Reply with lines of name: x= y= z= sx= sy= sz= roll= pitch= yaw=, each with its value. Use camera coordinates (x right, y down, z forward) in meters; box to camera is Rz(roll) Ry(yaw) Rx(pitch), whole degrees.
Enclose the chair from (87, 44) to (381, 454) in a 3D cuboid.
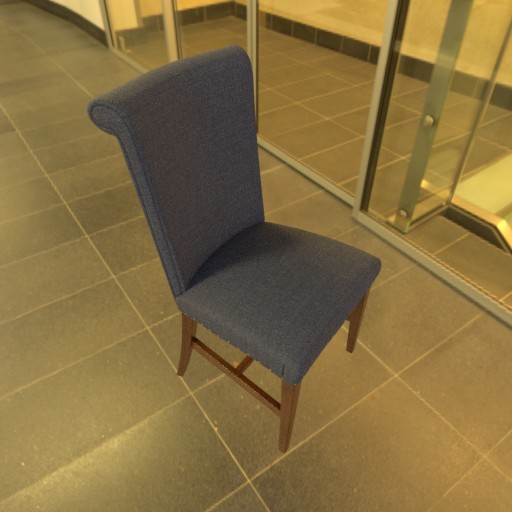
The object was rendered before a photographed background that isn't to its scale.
chair: x=0.000 y=0.000 z=1.308 sx=0.608 sy=0.988 sz=0.513 roll=25 pitch=47 yaw=26
